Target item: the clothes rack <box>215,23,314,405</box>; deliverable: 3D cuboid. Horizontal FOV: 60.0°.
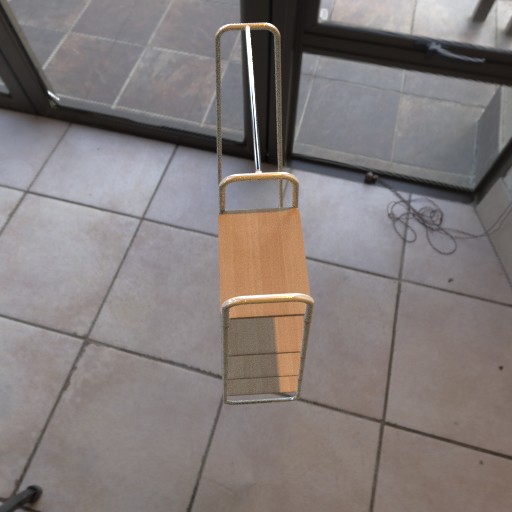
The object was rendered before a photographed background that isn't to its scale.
[{"bbox_3d":[0.000,0.000,1.935,0.400,1.500,1.011,-3,63,-2],"label":"clothes rack"}]
